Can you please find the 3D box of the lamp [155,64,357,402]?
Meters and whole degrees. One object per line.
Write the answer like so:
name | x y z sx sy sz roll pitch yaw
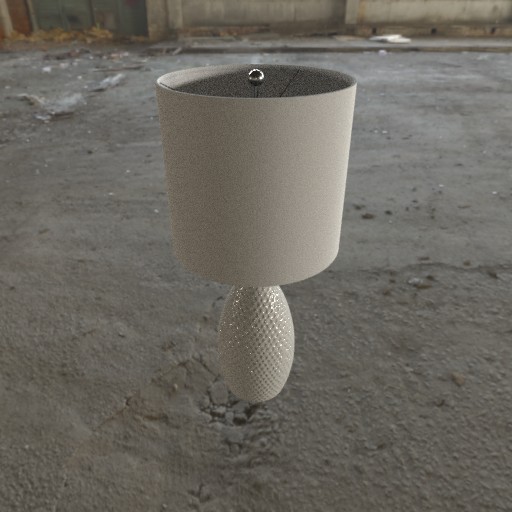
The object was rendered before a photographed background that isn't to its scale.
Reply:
lamp | 0.000 0.000 0.595 0.214 0.466 0.214 1 31 1
